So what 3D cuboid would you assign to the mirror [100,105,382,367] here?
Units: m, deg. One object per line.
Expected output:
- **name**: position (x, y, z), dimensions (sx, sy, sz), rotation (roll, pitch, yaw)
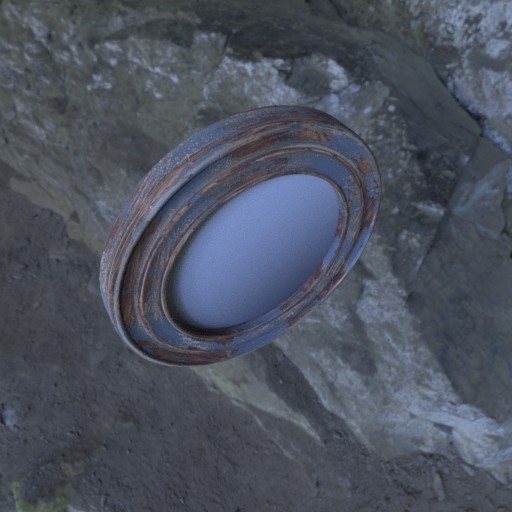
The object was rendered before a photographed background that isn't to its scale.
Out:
- **mirror**: position (0.000, 0.000, 0.869), dimensions (0.585, 0.585, 0.061), rotation (-23, 50, -21)
